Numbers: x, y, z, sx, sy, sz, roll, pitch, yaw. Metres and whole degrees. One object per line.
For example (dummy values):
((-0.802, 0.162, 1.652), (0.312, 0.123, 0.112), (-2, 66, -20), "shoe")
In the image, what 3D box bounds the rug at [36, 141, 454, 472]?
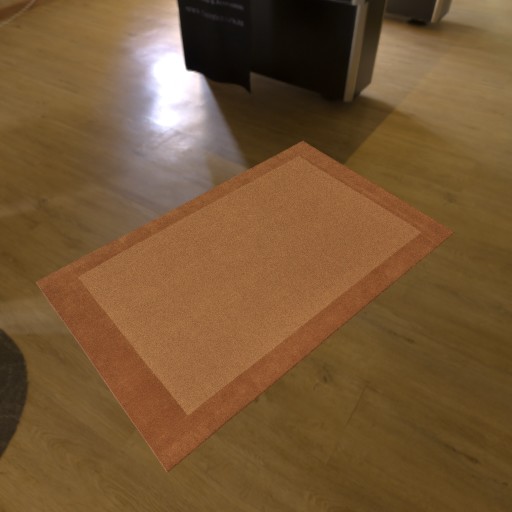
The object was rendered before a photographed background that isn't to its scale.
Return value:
((0.000, 0.000, 3.007), (2.438, 0.014, 1.524), (-33, 56, -26), "rug")
